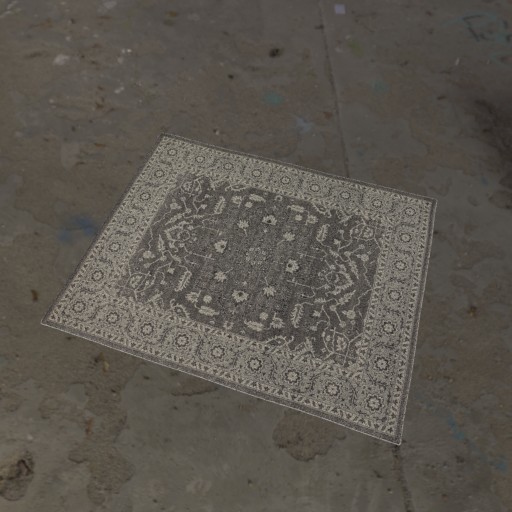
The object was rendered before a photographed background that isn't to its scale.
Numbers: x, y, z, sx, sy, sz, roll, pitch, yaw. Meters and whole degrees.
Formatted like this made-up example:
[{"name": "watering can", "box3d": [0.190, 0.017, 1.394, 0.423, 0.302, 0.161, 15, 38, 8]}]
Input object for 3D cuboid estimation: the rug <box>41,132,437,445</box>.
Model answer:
[{"name": "rug", "box3d": [0.000, 0.000, 4.132, 3.069, 0.026, 2.451, 16, 59, 10]}]
